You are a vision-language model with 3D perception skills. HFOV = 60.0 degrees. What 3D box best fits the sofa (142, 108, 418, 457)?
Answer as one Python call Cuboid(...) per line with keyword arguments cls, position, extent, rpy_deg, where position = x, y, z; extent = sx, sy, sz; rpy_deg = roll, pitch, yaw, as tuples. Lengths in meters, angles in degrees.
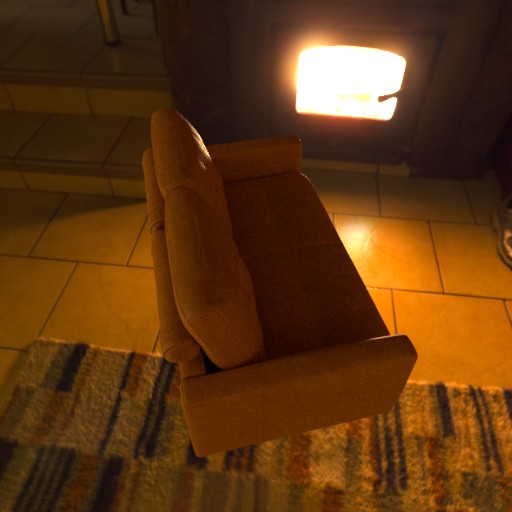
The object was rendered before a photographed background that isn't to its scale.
Cuboid(cls="sofa", position=(0.000, 0.000, 1.981), extent=(0.868, 0.898, 1.430), rpy_deg=(-10, 48, -9))
